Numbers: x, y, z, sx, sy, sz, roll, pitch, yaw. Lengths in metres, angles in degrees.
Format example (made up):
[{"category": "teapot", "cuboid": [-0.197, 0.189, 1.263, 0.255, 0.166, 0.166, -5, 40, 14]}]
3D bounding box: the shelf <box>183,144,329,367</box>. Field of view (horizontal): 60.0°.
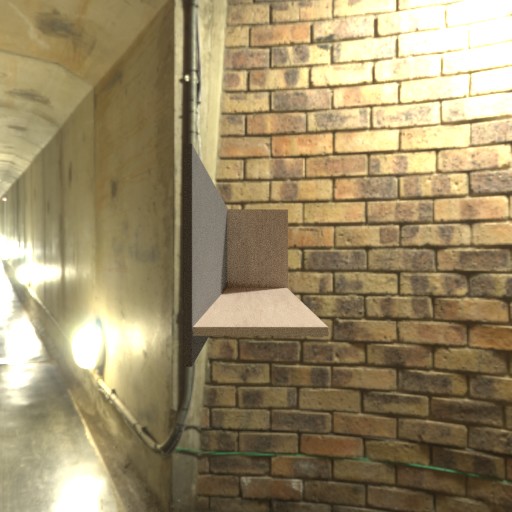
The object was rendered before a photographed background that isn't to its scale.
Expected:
[{"category": "shelf", "cuboid": [0.000, 0.000, 1.105, 0.200, 0.300, 1.020, 0, 0, 0]}]
